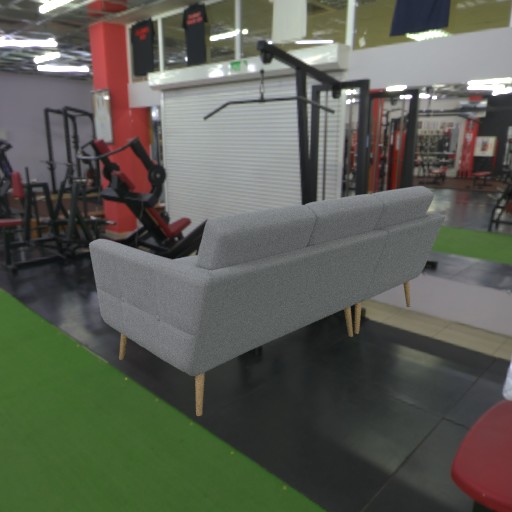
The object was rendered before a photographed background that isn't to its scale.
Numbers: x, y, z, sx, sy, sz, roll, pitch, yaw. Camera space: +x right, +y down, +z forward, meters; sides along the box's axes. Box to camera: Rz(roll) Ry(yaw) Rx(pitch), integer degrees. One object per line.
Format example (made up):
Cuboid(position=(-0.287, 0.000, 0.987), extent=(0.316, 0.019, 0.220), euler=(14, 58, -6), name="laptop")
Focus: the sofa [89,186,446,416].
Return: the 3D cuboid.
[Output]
Cuboid(position=(0.000, 0.000, 2.815), extent=(2.040, 0.860, 1.530), euler=(-14, 20, -42), name="sofa")
